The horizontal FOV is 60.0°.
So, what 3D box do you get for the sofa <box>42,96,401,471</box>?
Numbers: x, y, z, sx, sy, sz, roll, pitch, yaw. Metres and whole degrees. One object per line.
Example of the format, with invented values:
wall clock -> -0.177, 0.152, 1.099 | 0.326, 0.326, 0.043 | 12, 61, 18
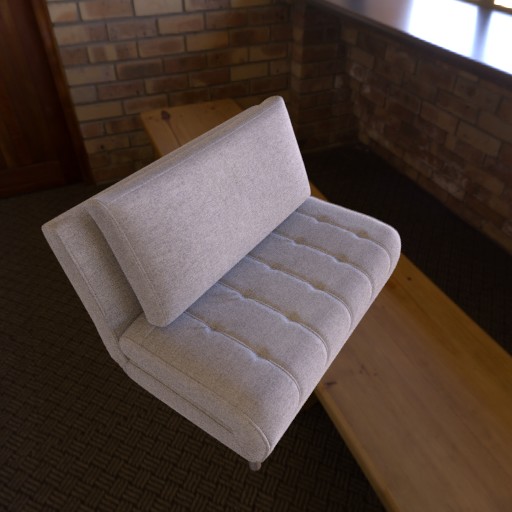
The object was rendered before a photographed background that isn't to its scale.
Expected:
sofa -> 0.000, 0.000, 1.852 | 0.910, 0.910, 1.220 | 24, 46, 26
